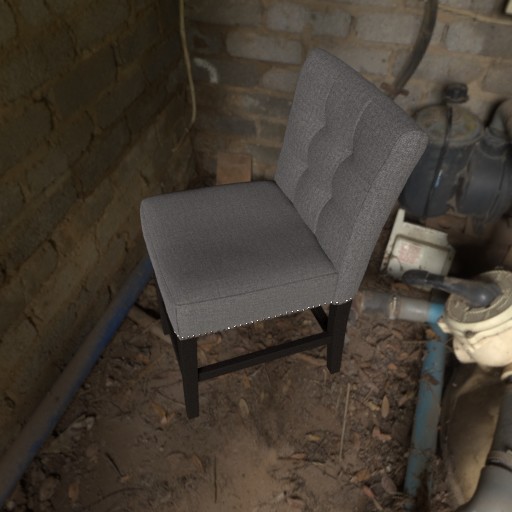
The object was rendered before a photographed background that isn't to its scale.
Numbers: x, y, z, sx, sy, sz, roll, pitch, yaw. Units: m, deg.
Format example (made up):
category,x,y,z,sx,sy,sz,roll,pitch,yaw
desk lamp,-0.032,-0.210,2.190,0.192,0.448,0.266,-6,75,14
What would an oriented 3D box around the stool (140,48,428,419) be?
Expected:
category,x,y,z,sx,sy,sz,roll,pitch,yaw
stool,0.000,0.000,1.199,0.571,0.885,0.427,-16,49,-14
